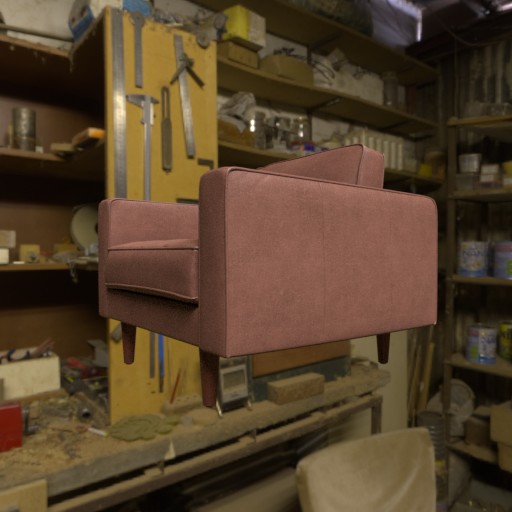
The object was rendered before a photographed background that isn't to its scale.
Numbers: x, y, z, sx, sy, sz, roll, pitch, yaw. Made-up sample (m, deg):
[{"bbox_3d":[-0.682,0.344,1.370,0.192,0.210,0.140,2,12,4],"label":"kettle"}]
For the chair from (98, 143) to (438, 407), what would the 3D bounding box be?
[{"bbox_3d":[0.000,0.000,1.578,0.900,0.770,0.920,0,1,-37],"label":"chair"}]
